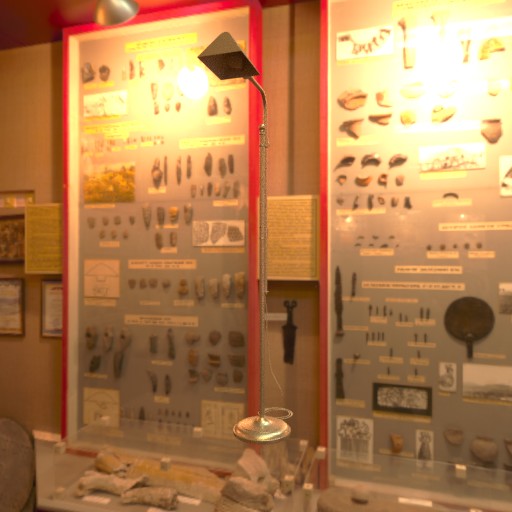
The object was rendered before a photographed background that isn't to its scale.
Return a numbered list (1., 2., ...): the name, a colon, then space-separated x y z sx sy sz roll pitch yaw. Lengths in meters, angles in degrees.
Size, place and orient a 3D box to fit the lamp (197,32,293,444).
1. lamp: 0.000 0.000 1.887 0.256 1.571 0.813 0 0 18
